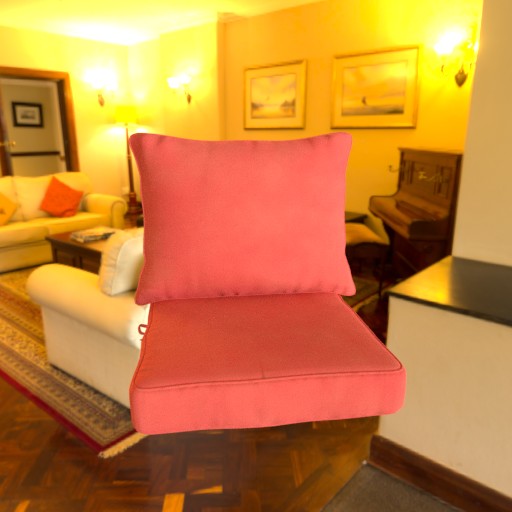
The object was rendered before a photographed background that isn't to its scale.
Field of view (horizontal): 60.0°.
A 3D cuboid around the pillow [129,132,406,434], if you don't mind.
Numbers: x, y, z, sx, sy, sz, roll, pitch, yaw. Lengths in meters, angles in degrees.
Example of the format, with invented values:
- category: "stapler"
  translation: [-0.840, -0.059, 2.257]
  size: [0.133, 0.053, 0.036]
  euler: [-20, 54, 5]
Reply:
- category: "pillow"
  translation: [0.000, 0.000, 1.337]
  size: [0.798, 0.725, 0.733]
  euler: [-2, 16, -7]
